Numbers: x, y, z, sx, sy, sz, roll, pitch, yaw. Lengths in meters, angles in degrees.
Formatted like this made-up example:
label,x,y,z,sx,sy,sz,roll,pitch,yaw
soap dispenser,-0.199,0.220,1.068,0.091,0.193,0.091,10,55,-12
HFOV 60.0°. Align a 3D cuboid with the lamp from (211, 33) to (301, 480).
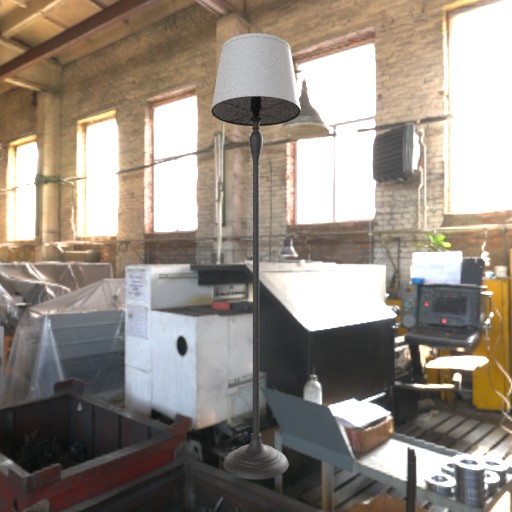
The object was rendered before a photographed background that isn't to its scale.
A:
label,x,y,z,sx,sy,sz,roll,pitch,yaw
lamp,0.000,0.000,1.617,0.327,1.506,0.327,0,-1,2
